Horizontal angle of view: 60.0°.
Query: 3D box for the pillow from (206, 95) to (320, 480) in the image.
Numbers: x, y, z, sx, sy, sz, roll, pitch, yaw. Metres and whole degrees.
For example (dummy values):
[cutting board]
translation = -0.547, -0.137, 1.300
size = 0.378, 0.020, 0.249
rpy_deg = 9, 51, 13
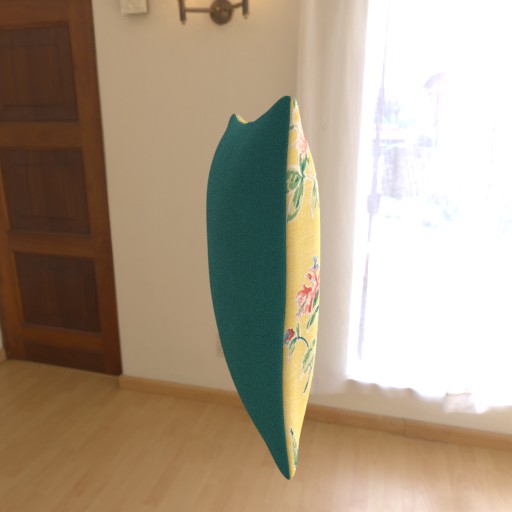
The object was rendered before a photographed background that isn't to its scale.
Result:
[pillow]
translation = 0.000, 0.000, 0.796
size = 0.166, 0.508, 0.525
rpy_deg = -3, 16, -9
